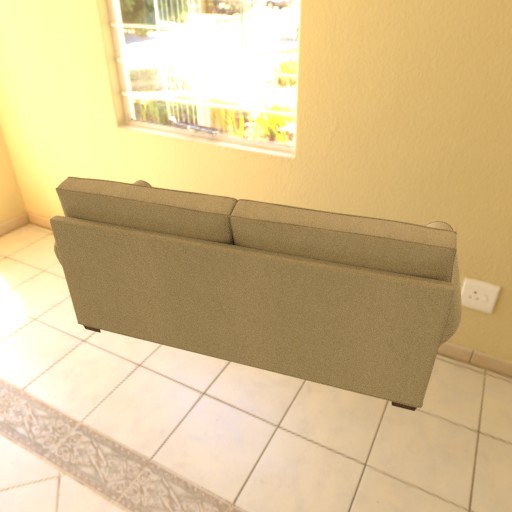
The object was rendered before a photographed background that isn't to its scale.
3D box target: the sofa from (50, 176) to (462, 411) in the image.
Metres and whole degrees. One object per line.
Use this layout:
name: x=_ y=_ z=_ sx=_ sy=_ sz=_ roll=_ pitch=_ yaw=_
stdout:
sofa: x=0.000 y=0.000 z=2.561 sx=2.146 sy=0.962 sz=0.901 roll=10 pitch=33 yaw=16
